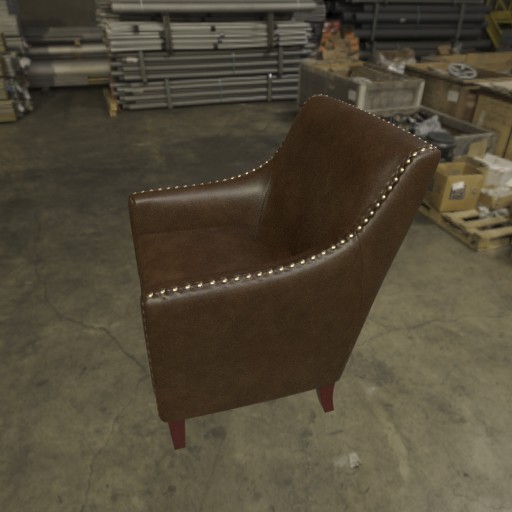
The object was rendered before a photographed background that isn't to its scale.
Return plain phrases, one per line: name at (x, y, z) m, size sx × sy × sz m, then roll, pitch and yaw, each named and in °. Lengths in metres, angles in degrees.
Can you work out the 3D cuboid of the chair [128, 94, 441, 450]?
chair at (0.000, 0.000, 1.337) m, size 0.704 × 0.813 × 0.639 m, roll -9°, pitch 32°, yaw -14°
